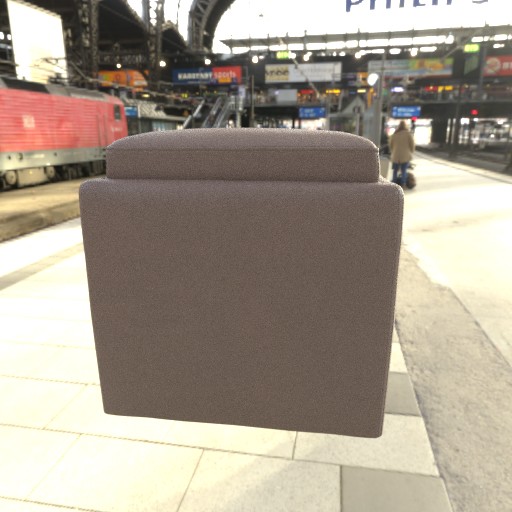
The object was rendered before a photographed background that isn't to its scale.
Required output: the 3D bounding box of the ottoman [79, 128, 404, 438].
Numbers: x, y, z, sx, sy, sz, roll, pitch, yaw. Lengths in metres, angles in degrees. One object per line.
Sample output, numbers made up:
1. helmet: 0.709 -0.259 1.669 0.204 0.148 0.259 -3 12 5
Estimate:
1. ottoman: 0.000 0.000 0.829 0.450 0.460 0.451 2 16 8
